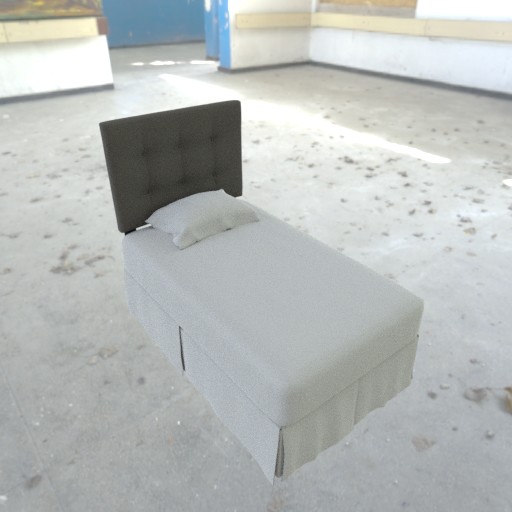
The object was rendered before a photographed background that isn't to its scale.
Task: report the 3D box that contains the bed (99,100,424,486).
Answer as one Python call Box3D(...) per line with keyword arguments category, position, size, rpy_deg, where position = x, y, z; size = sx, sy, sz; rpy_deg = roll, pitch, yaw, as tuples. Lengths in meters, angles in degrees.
Box3D(category="bed", position=(0.000, 0.000, 2.988), size=(1.261, 1.571, 1.997), rpy_deg=(-22, 38, -32))
